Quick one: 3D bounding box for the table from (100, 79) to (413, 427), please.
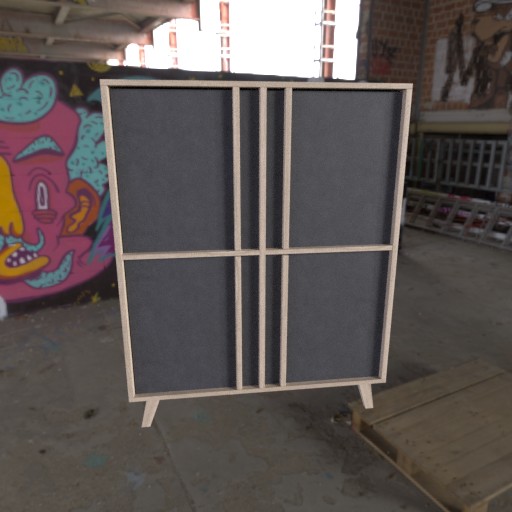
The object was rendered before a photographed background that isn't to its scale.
[{"bbox_3d":[0.000,0.000,1.937,1.111,1.388,0.398,-2,16,-7],"label":"table"}]
